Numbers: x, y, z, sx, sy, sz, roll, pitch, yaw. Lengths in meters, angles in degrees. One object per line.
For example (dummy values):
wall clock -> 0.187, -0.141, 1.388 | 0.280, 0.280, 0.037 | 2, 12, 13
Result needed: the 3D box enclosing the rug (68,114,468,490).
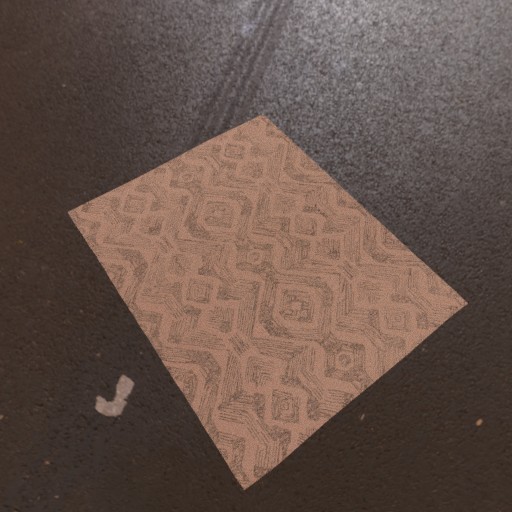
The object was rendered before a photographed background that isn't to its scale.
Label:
rug -> 0.000, 0.000, 4.145 | 2.430, 0.030, 3.054 | -32, 64, -18
